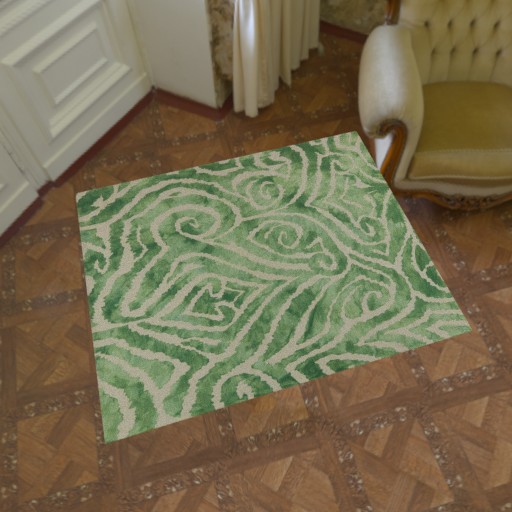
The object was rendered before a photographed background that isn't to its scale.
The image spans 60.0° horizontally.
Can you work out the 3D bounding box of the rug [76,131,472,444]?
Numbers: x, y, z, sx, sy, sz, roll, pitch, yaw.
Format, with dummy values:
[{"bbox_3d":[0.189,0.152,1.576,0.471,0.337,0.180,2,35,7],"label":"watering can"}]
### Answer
[{"bbox_3d":[0.000,0.000,4.075,3.045,0.007,2.436,-15,60,-8],"label":"rug"}]
